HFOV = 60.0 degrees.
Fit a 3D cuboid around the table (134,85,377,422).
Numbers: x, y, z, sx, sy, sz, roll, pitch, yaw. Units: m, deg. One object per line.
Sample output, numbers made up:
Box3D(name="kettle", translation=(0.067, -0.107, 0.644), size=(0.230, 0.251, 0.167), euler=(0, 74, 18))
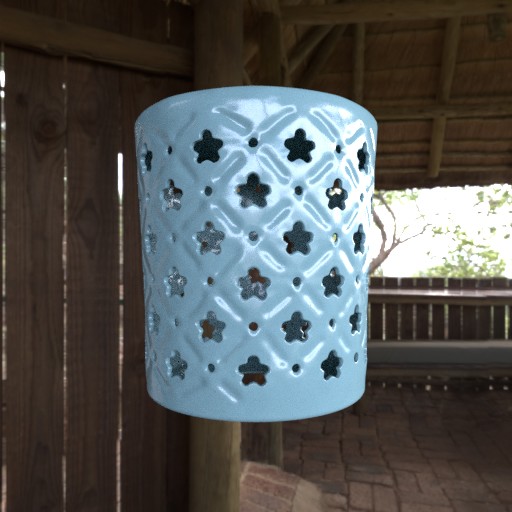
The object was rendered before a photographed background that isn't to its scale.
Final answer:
Box3D(name="table", translation=(0.000, 0.000, 0.664), size=(0.352, 0.387, 0.352), euler=(0, 0, 0))
